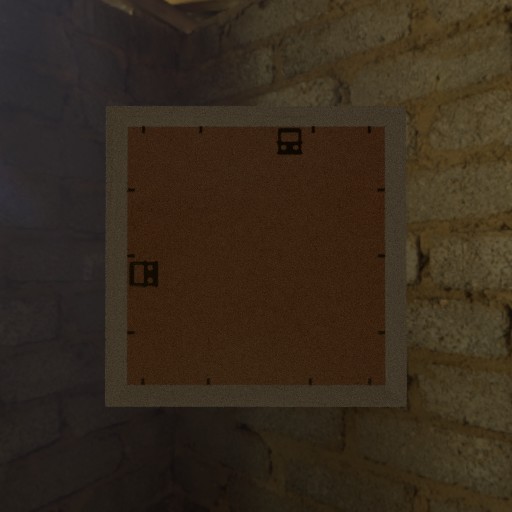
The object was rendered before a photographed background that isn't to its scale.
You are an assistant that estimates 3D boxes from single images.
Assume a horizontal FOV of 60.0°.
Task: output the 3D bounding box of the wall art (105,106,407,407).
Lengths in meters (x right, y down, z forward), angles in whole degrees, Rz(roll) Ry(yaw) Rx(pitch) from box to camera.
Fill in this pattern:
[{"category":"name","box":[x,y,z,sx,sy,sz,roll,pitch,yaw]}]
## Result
[{"category":"wall art","box":[0.000,0.000,0.867,0.584,0.584,0.013,0,-1,0]}]
